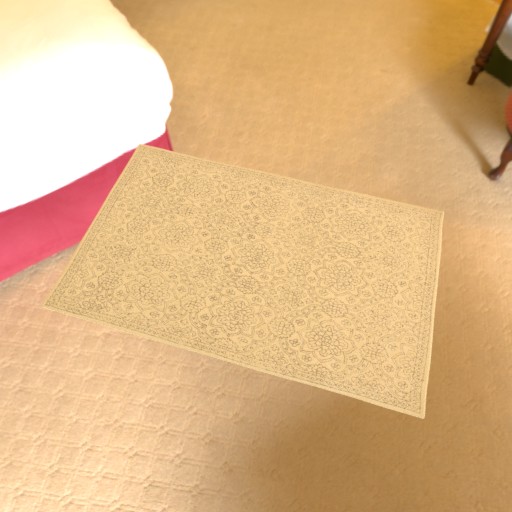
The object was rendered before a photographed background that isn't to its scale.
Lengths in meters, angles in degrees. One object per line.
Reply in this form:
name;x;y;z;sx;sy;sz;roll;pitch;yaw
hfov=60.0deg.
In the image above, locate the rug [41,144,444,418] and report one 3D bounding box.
rug;0.000;0.000;3.044;2.434;0.023;1.518;14;60;8
